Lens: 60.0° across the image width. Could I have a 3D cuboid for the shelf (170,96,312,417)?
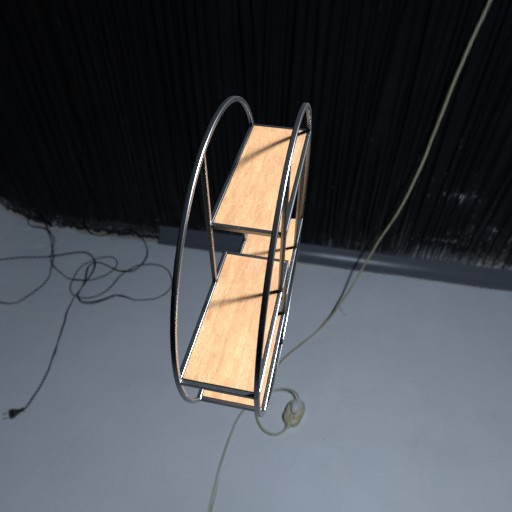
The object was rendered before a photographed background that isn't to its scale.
[{"bbox_3d":[0.000,0.000,1.328,0.202,0.888,0.888,9,46,8],"label":"shelf"}]
